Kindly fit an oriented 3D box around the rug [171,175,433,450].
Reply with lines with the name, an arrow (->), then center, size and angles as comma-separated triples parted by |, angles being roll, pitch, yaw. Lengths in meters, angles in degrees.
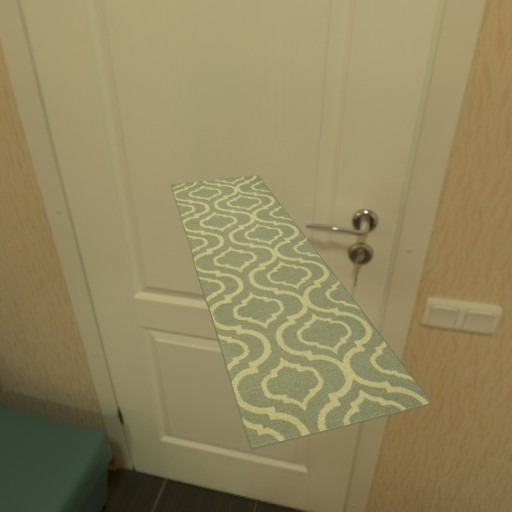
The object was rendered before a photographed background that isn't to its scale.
rug -> 0.000, 0.000, 2.440 | 0.684, 0.009, 2.275 | -8, 33, -13
